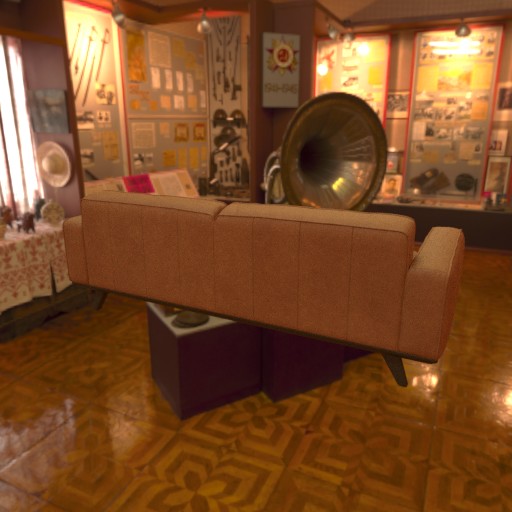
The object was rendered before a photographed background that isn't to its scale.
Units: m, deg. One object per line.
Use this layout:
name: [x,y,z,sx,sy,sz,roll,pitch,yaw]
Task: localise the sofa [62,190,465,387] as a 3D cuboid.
sofa: [0.000,0.000,2.701,2.270,0.780,0.953,8,18,26]
